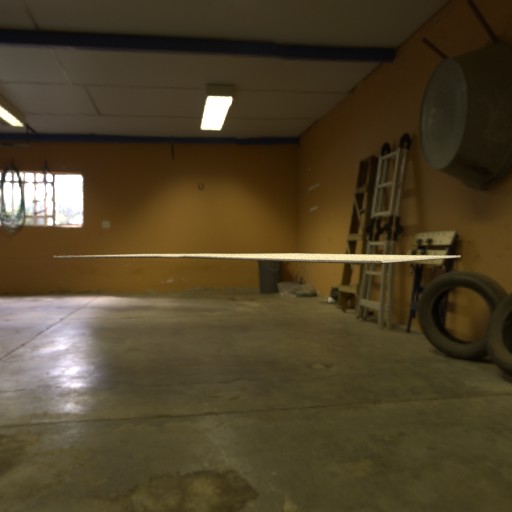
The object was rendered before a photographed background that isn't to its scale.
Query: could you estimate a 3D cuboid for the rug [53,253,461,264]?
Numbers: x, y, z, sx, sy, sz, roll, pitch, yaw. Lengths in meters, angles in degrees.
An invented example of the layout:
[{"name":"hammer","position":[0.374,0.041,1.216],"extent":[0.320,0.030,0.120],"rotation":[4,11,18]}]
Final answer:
[{"name":"rug","position":[0.000,0.000,3.072],"extent":[2.342,0.030,1.609],"rotation":[1,1,35]}]
